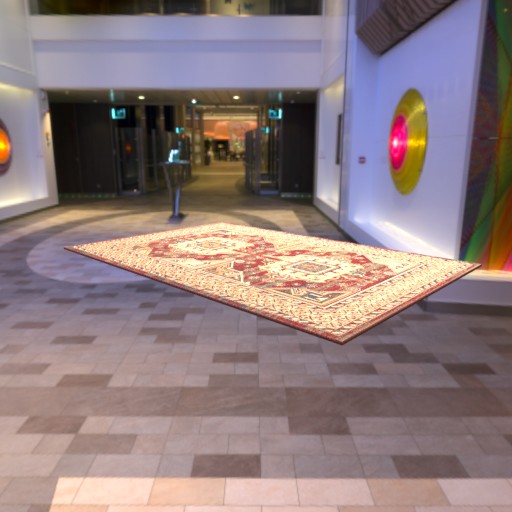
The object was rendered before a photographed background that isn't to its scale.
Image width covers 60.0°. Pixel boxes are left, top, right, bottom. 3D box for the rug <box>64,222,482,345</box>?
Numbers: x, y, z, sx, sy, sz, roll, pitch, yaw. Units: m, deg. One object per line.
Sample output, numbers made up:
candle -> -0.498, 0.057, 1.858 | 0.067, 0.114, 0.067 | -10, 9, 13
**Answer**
rug -> 0.000, 0.000, 5.768 | 4.578, 0.033, 3.033 | 13, 18, 42
